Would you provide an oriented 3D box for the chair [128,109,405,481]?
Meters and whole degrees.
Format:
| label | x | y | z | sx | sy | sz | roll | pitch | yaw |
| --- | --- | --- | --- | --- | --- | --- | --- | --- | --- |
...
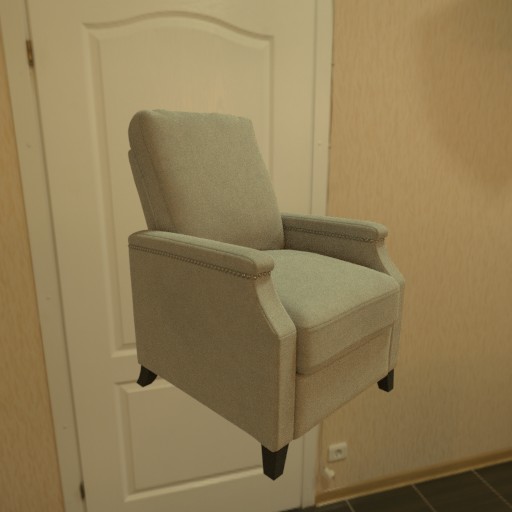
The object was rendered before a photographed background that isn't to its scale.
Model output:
| label | x | y | z | sx | sy | sz | roll | pitch | yaw |
| --- | --- | --- | --- | --- | --- | --- | --- | --- | --- |
| chair | 0.000 | 0.000 | 1.648 | 0.922 | 1.049 | 0.710 | 14 | 20 | 43 |
